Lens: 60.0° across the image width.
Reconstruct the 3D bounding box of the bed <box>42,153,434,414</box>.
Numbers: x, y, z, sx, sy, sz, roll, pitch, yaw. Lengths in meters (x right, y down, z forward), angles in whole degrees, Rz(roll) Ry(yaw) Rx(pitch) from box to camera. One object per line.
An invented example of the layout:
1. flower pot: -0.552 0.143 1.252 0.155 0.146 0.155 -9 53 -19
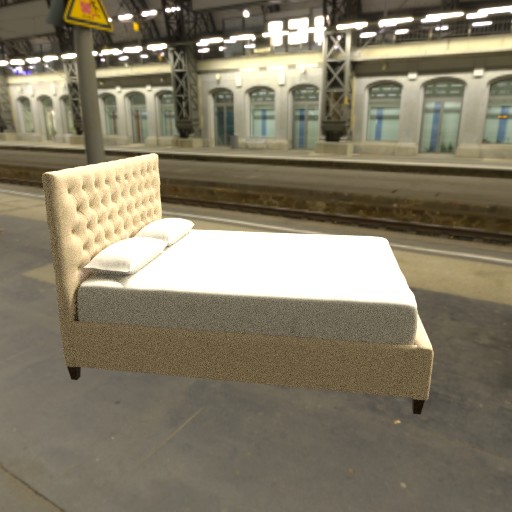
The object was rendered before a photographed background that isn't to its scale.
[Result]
1. bed: 0.000 0.000 3.459 2.387 1.427 1.698 3 17 9
